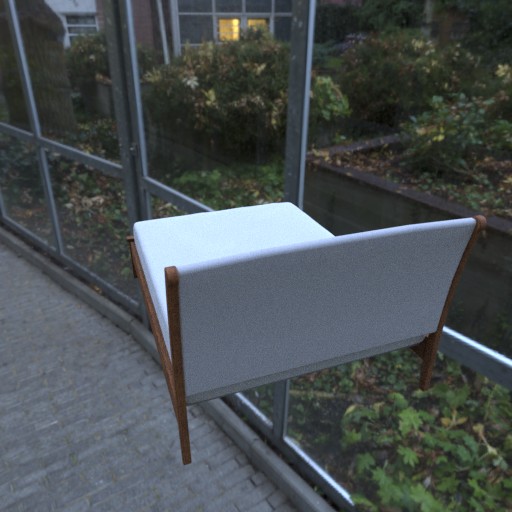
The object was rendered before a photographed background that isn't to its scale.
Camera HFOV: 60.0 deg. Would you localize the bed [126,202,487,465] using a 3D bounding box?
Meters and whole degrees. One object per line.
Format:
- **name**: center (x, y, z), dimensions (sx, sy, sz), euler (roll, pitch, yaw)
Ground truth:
- **bed**: center (0.000, 0.000, 2.908), dimensions (1.502, 1.135, 2.108), euler (-9, 28, -18)
